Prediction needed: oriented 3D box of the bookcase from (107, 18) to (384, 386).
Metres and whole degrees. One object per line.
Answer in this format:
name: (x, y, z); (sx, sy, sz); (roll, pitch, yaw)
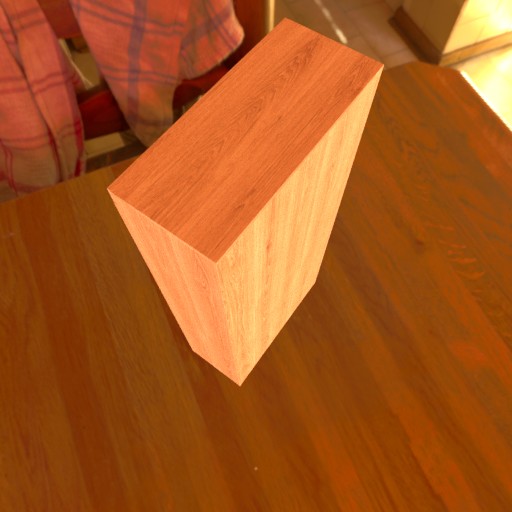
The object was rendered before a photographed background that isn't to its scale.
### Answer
bookcase: (0.000, 0.000, 2.351); (0.420, 2.020, 0.950); (33, 69, 15)
